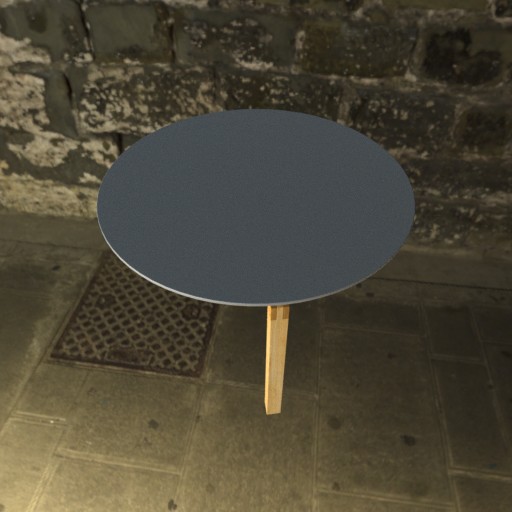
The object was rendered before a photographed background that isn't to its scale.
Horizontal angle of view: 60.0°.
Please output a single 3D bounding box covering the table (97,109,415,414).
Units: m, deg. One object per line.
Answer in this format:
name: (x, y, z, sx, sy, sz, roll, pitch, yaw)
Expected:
table: (0.000, 0.000, 1.004, 0.600, 0.405, 0.600, 0, 45, 0)
